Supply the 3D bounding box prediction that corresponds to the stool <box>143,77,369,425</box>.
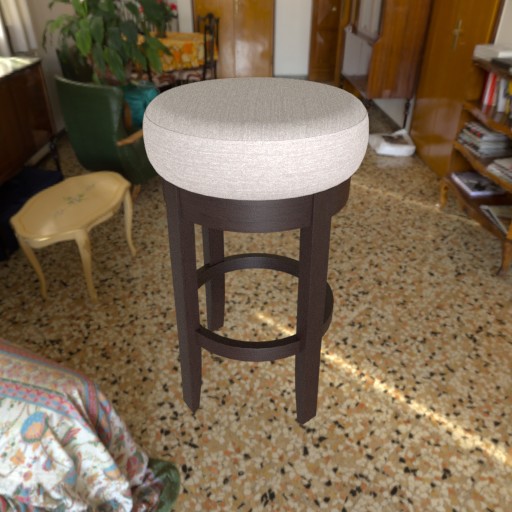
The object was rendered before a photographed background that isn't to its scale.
[{"bbox_3d":[0.000,0.000,1.054,0.443,0.757,0.443,0,33,0],"label":"stool"}]
